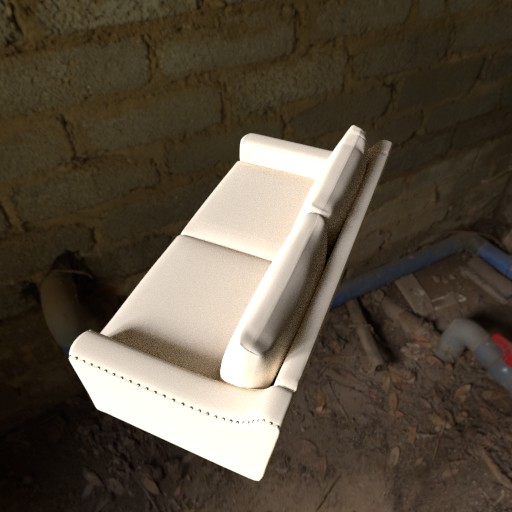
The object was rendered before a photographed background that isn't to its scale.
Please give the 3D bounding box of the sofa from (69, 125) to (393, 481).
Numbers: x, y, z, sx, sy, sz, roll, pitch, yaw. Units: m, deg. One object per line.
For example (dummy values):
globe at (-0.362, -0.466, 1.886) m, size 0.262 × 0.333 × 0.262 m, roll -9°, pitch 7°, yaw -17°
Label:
sofa at (0.000, 0.000, 2.300) m, size 0.949 × 0.830 × 1.812 m, roll 17°, pitch 49°, yaw 16°
